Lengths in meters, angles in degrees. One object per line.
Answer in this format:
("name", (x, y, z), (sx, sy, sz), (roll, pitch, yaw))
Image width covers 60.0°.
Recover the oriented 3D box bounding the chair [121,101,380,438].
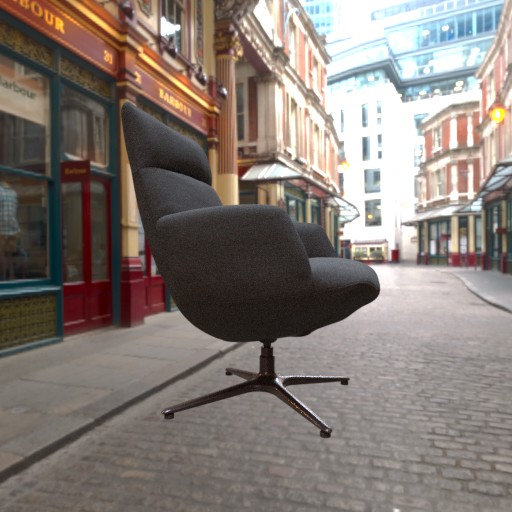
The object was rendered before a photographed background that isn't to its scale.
("chair", (0.000, 0.000, 1.540), (0.831, 0.984, 0.702), (0, 0, 17))
